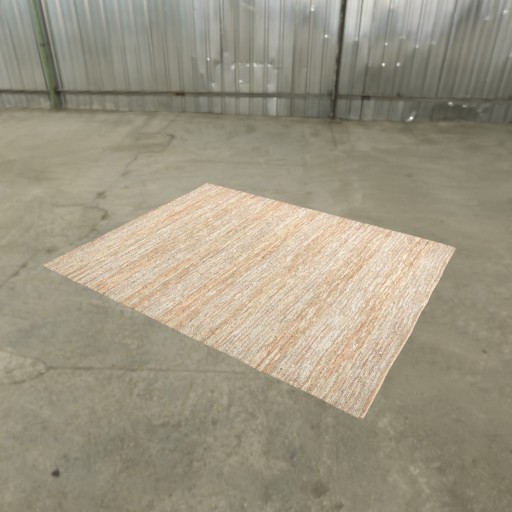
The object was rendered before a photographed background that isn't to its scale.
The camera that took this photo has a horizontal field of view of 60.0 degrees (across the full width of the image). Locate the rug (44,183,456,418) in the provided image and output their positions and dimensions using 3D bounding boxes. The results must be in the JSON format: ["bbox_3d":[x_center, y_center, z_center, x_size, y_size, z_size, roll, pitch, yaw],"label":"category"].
[{"bbox_3d":[0.000,0.000,3.965,2.939,0.009,2.313,19,35,28],"label":"rug"}]
